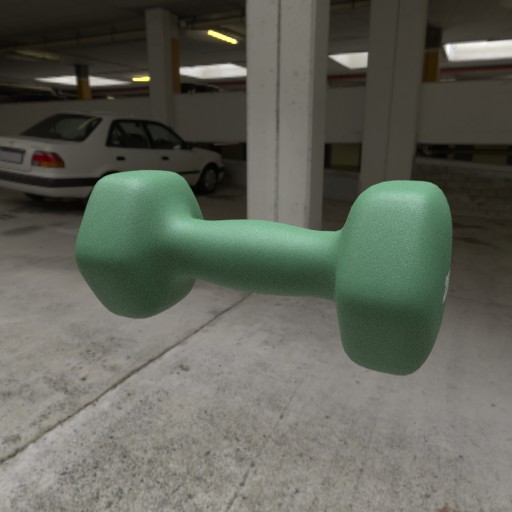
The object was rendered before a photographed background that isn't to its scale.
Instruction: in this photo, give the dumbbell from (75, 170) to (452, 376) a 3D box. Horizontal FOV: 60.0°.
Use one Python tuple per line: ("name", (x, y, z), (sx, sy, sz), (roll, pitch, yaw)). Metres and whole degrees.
("dumbbell", (0.000, 0.000, 0.320), (0.257, 0.114, 0.126), (7, 17, 25))
